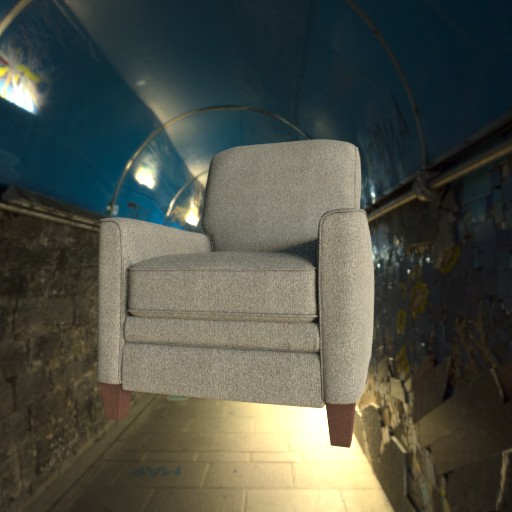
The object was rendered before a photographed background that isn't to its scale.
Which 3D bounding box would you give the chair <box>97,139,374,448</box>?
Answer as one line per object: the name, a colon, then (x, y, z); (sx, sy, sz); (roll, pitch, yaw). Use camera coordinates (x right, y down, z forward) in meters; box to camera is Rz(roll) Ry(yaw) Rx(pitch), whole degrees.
chair: (0.000, 0.000, 1.638); (0.841, 1.028, 0.858); (-1, -2, 17)
